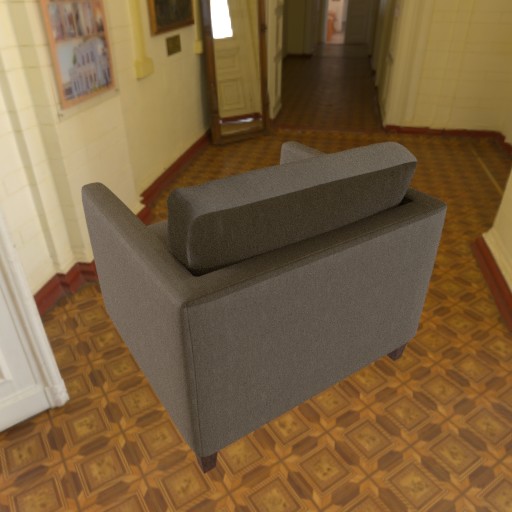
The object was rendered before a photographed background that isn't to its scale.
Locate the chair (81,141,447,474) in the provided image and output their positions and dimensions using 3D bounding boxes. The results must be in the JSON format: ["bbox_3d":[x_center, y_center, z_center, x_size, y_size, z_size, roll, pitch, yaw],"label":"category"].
[{"bbox_3d":[0.000,0.000,1.819,1.107,0.963,0.959,-19,36,-28],"label":"chair"}]
